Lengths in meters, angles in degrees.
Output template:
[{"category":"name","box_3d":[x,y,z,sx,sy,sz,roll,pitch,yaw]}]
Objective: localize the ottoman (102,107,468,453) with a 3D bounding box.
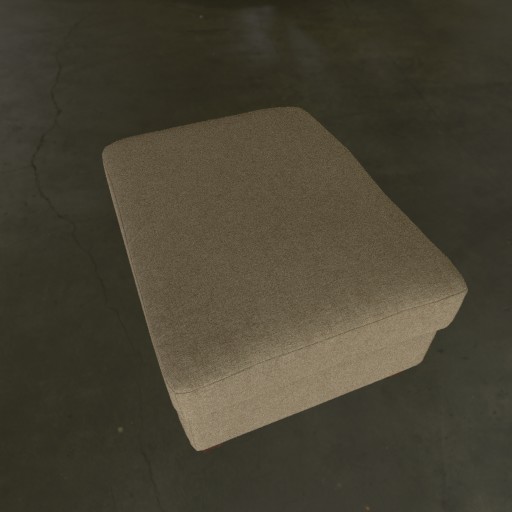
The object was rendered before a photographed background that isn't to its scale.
[{"category":"ottoman","box_3d":[0.000,0.000,1.301,0.692,0.511,0.889,-16,49,-15]}]
